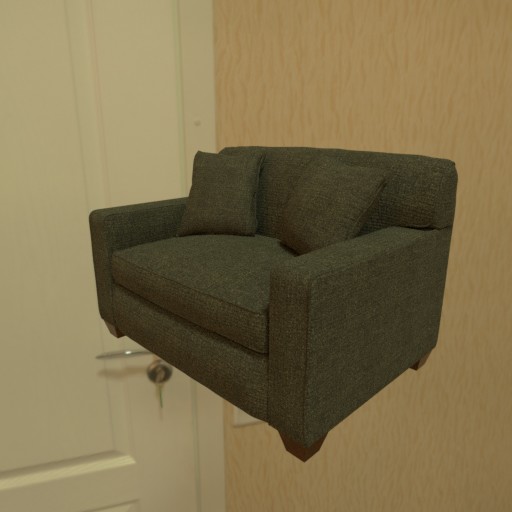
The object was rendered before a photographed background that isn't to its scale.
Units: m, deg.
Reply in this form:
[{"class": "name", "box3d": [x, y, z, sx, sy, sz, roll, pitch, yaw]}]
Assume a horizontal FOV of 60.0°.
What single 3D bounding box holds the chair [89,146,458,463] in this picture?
[{"class": "chair", "box3d": [0.000, 0.000, 2.030, 1.000, 0.948, 1.383, -16, 23, -43]}]
